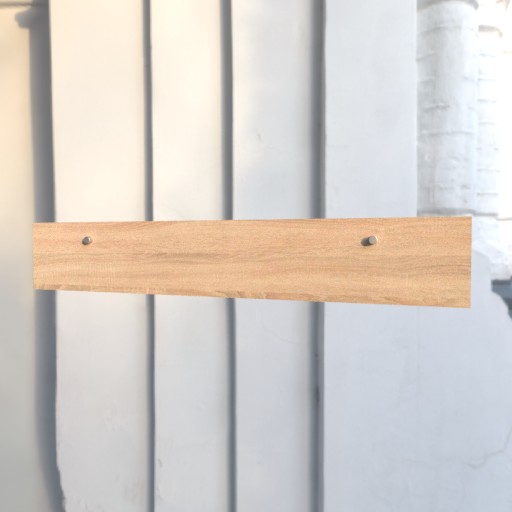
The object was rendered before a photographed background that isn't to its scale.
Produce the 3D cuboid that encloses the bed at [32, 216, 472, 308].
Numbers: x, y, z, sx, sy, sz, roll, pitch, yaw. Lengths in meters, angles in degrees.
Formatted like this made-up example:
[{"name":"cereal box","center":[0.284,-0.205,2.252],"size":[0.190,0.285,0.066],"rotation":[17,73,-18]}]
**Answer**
[{"name":"bed","center":[0.000,0.000,1.463],"size":[1.200,0.209,0.685],"rotation":[1,2,18]}]
